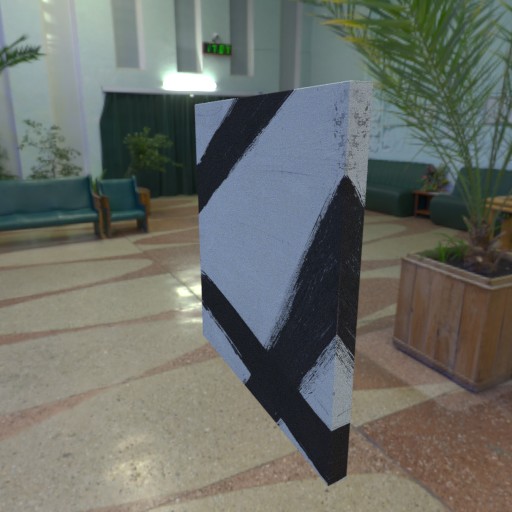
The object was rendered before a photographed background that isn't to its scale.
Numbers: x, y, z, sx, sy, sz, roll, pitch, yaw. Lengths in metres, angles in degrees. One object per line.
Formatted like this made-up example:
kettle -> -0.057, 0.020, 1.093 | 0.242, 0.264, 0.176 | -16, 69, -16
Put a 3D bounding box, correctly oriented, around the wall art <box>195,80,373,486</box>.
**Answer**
wall art -> 0.000, 0.000, 1.129 | 0.046, 0.765, 0.765 | -8, 18, -25
